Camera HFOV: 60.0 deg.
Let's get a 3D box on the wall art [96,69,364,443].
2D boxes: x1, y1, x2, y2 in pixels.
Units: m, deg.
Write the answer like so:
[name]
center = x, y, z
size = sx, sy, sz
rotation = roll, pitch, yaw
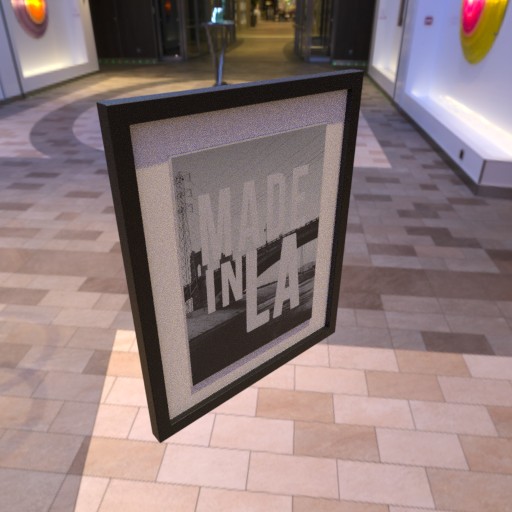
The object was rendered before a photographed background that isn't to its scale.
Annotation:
[wall art]
center = 0.000, 0.000, 0.761
size = 0.457, 0.559, 0.028
rotation = -23, 37, -35
